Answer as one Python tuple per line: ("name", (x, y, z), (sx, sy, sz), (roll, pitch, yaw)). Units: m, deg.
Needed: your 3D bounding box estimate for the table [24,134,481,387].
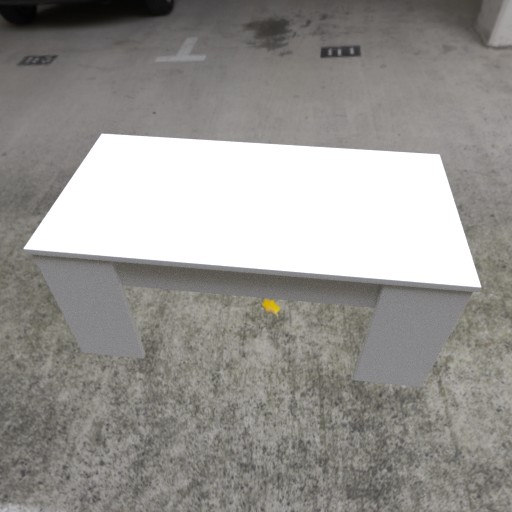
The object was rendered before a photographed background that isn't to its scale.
("table", (0.000, 0.000, 1.290), (1.000, 0.440, 0.500), (5, 46, 5))
